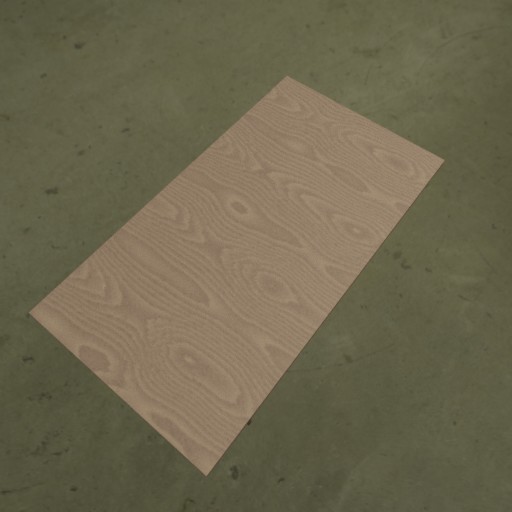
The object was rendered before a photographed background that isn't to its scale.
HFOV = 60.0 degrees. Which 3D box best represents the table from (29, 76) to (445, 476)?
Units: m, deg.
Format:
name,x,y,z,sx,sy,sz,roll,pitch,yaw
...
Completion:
name,x,y,z,sx,sy,sz,roll,pitch,yaw
table,0.000,0.000,1.497,0.651,0.347,1.197,35,68,17
